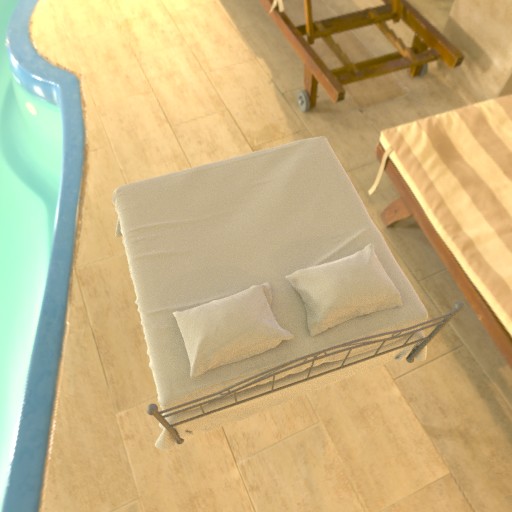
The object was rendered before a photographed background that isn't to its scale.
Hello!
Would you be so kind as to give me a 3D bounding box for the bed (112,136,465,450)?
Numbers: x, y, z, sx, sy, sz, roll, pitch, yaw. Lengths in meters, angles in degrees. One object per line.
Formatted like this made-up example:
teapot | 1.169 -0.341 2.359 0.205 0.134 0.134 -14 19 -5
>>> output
bed | 0.000 0.000 3.597 2.309 1.080 2.220 -16 60 -9
